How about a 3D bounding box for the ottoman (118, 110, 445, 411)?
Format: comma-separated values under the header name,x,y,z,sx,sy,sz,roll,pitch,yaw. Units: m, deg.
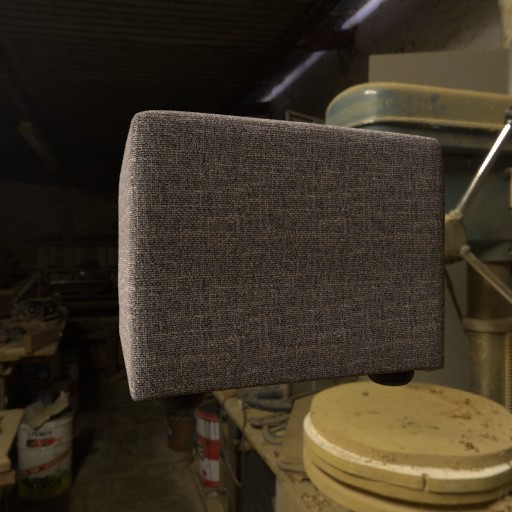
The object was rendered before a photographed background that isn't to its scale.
name,x,y,z,sx,sy,sz,roll,pitch,yaw
ottoman,0.000,0.000,0.898,0.521,0.453,0.512,0,1,-19
